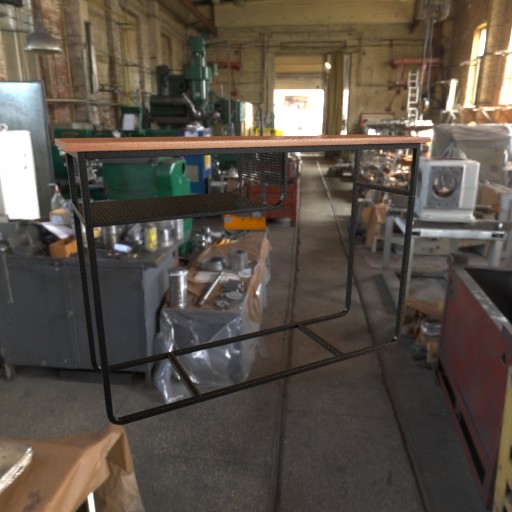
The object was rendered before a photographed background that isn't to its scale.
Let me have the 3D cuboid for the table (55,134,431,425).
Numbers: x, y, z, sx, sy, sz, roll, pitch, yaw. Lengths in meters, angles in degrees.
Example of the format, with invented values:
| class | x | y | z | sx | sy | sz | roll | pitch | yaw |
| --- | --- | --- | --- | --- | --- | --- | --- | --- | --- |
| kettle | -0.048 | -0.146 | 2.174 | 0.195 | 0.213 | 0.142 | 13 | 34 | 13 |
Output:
| class | x | y | z | sx | sy | sz | roll | pitch | yaw |
| --- | --- | --- | --- | --- | --- | --- | --- | --- | --- |
| table | 0.000 | 0.000 | 1.452 | 1.100 | 0.750 | 0.350 | -8 | 19 | -26 |
